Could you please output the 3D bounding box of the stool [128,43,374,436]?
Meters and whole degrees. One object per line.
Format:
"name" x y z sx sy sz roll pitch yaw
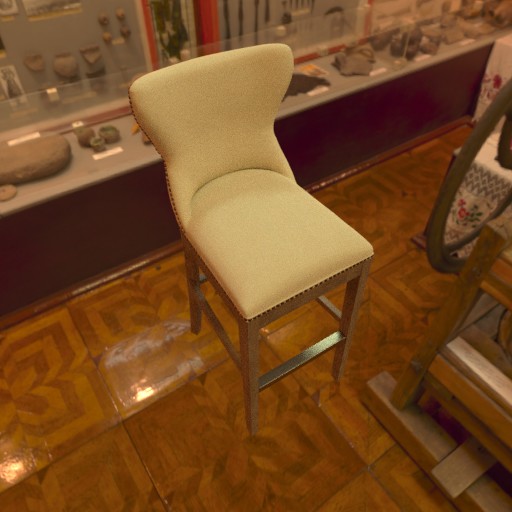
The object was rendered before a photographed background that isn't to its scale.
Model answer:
"stool" 0.000 0.000 1.452 0.494 1.123 0.606 -25 51 -22
